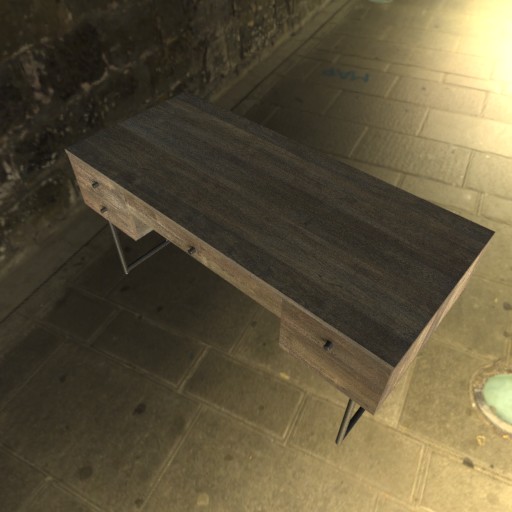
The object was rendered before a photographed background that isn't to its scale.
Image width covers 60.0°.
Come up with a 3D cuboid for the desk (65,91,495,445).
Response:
[{"bbox_3d":[0.000,0.000,2.015,1.600,0.780,0.730,32,54,27],"label":"desk"}]
